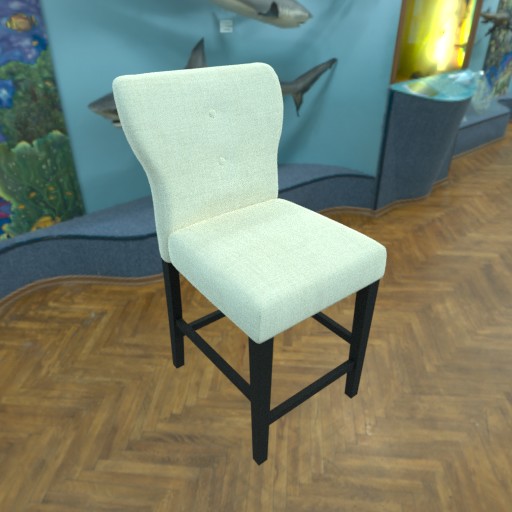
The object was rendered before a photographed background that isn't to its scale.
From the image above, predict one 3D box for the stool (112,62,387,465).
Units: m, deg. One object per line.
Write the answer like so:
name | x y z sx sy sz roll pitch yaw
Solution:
stool | 0.000 0.000 1.304 0.514 0.972 0.603 -22 37 -32
